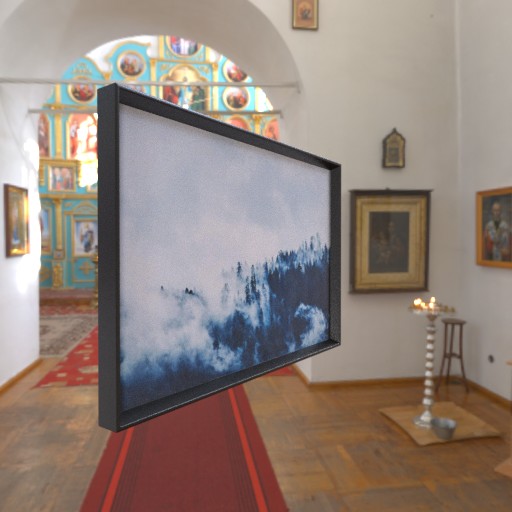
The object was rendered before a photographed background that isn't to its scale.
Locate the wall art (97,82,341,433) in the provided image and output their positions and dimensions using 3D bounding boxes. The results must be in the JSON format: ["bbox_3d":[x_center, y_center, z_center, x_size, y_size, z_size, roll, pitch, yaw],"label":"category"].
[{"bbox_3d":[0.000,0.000,1.203,0.058,0.640,0.939,0,1,36],"label":"wall art"}]
